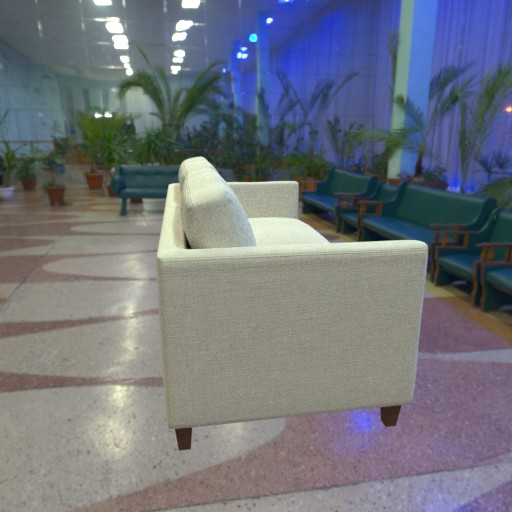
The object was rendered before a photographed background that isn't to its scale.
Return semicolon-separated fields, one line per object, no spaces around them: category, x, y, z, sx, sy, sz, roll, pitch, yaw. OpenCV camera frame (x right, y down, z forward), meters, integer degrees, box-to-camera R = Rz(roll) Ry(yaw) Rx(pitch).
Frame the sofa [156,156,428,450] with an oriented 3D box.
sofa;0.000;0.000;2.377;0.950;0.963;1.838;-3;17;-9
